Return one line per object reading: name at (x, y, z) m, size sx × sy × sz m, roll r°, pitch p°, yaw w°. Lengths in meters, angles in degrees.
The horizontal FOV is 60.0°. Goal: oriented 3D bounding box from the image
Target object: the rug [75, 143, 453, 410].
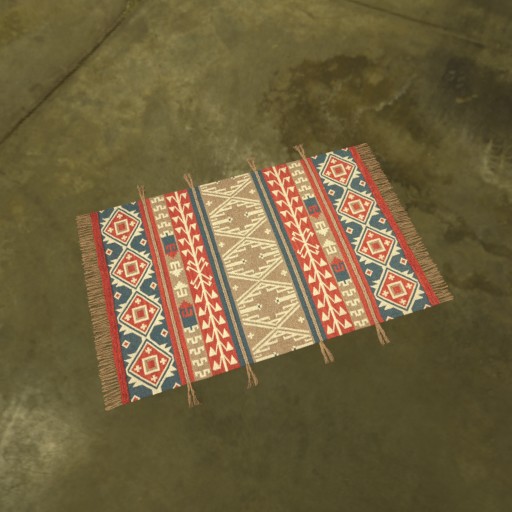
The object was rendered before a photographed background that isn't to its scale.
rug at (0.000, 0.000, 3.234) m, size 2.450 × 0.048 × 1.778 m, roll -16°, pitch 64°, yaw -8°
